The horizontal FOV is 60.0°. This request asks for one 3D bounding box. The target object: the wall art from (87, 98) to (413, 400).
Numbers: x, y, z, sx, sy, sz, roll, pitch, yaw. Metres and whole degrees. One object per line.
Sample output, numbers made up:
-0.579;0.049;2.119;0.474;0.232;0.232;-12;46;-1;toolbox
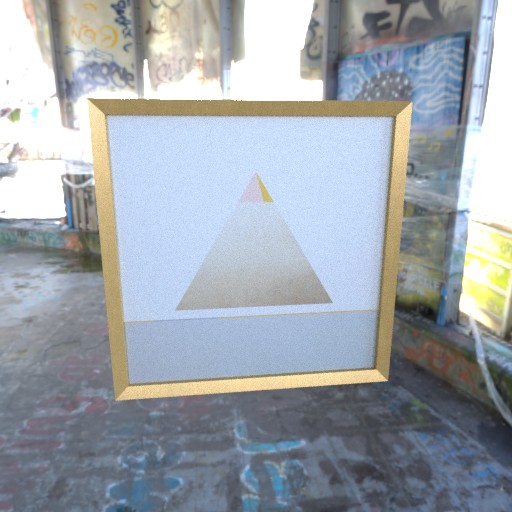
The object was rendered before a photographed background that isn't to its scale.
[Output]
0.000;0.000;2.913;1.935;1.936;0.097;-2;15;-7;wall art
